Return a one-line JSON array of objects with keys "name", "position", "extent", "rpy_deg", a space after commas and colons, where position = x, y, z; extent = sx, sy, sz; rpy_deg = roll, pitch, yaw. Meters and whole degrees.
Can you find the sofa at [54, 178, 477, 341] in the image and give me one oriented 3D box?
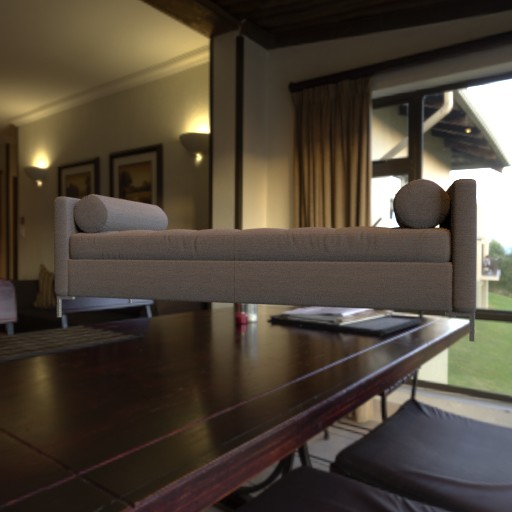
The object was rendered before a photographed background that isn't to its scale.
[{"name": "sofa", "position": [0.000, 0.000, 2.302], "extent": [1.981, 0.635, 0.686], "rpy_deg": [0, 1, 18]}]
